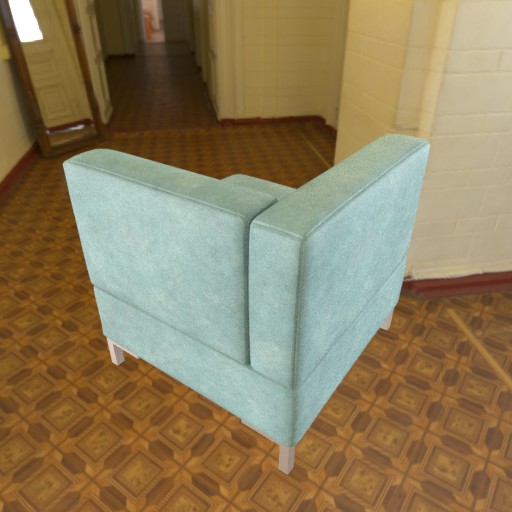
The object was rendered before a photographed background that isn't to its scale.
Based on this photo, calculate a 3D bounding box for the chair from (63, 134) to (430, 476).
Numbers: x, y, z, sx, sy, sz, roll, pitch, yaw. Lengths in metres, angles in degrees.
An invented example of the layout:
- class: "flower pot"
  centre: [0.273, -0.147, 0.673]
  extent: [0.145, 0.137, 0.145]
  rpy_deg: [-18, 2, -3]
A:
- class: "chair"
  centre: [0.000, 0.000, 1.260]
  extent: [0.684, 0.660, 0.691]
  rpy_deg: [20, 37, 30]
